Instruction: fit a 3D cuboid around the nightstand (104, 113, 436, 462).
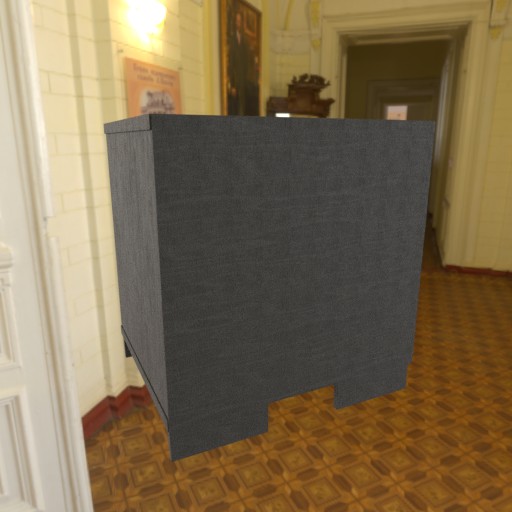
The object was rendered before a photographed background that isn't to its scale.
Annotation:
[{"bbox_3d":[0.000,0.000,0.775,0.427,0.448,0.347,-7,16,-25],"label":"nightstand"}]
